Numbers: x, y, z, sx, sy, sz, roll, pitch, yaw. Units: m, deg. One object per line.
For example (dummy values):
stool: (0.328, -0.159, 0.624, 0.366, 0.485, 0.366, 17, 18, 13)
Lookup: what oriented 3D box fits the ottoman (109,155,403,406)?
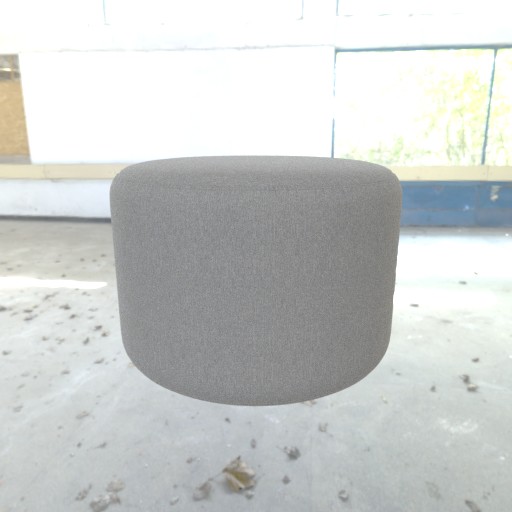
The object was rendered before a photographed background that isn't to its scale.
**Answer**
ottoman: (0.000, 0.000, 1.001, 0.608, 0.433, 0.608, 0, 15, 0)
